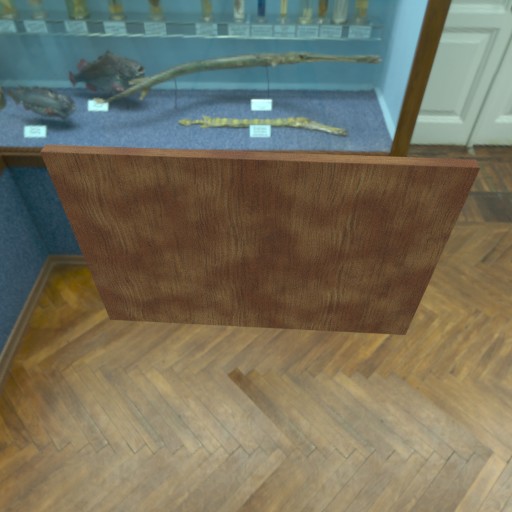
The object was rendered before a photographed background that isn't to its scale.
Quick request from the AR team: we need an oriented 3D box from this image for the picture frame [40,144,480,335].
[{"bbox_3d":[0.000,0.000,1.199,0.950,0.640,0.029,3,47,2],"label":"picture frame"}]
